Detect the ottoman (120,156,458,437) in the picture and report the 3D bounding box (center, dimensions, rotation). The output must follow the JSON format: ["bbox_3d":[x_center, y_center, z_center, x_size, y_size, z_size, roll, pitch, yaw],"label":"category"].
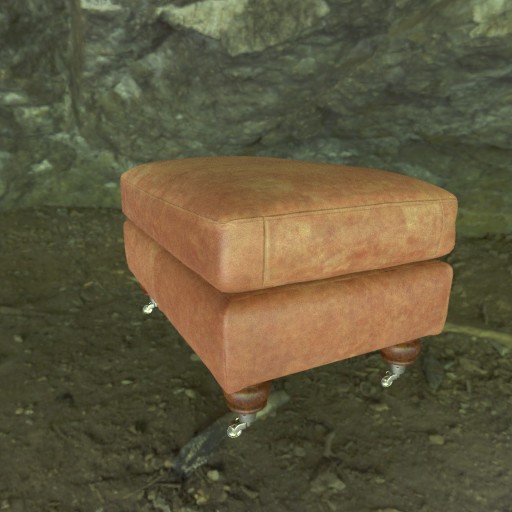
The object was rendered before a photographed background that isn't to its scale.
[{"bbox_3d":[0.000,0.000,1.186,0.565,0.507,0.852,-8,18,-26],"label":"ottoman"}]
